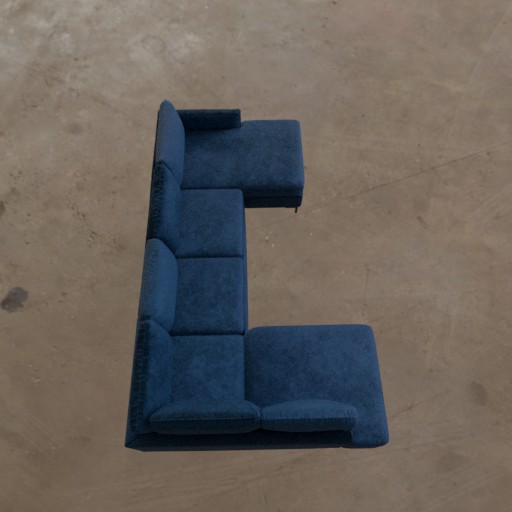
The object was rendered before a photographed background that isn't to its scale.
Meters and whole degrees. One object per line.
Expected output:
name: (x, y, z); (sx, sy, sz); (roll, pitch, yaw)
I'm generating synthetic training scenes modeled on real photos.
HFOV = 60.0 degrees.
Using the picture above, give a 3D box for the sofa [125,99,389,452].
sofa: (0.000, 0.000, 4.277); (2.055, 0.992, 3.434); (-1, 63, -1)
